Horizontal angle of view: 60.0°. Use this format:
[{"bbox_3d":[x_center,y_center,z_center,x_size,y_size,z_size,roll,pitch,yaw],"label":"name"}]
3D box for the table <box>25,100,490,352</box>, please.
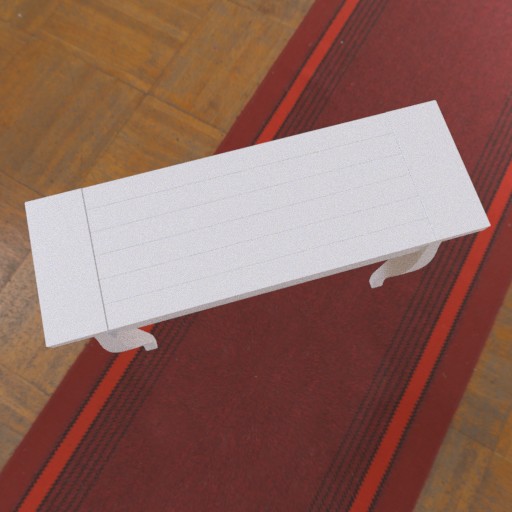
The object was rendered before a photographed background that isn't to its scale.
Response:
[{"bbox_3d":[0.000,0.000,1.434,1.062,0.768,0.373,-15,75,-4],"label":"table"}]
